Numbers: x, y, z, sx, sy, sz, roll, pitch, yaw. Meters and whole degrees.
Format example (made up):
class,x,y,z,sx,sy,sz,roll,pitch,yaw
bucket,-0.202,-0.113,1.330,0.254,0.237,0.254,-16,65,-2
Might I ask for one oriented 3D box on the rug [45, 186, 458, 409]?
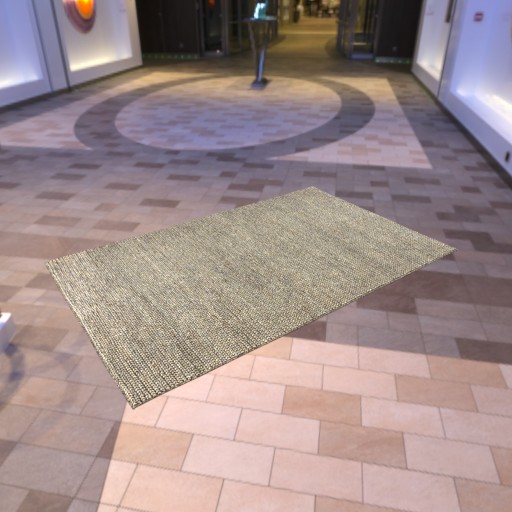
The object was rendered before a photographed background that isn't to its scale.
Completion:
class,x,y,z,sx,sy,sz,roll,pitch,yaw
rug,0.000,0.000,3.078,2.443,0.021,1.538,-20,35,-31
